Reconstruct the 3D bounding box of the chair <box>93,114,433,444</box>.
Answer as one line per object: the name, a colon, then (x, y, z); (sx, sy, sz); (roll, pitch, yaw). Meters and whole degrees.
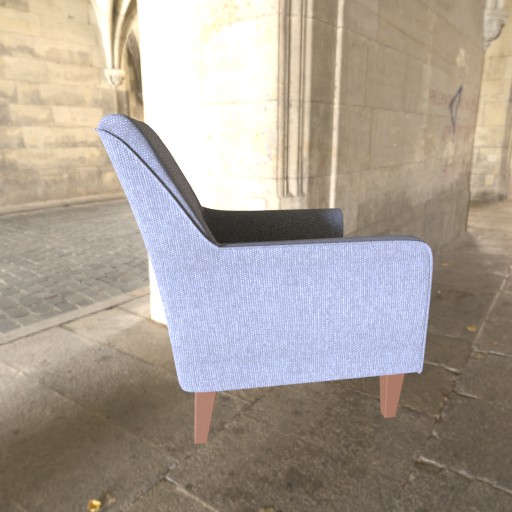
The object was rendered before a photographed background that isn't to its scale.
chair: (0.000, 0.000, 1.562); (0.899, 0.919, 0.780); (-3, 15, -10)
